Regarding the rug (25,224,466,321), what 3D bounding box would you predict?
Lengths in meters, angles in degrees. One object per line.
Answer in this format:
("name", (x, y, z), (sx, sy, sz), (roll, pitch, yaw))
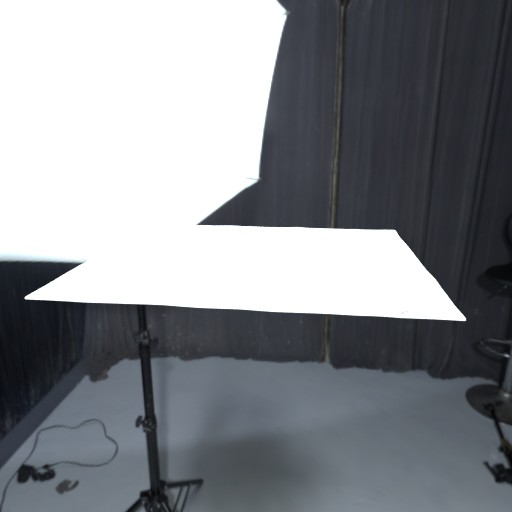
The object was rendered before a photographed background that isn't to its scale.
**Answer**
("rug", (0.000, 0.000, 0.893), (0.639, 0.006, 0.548), (2, 16, 7))
